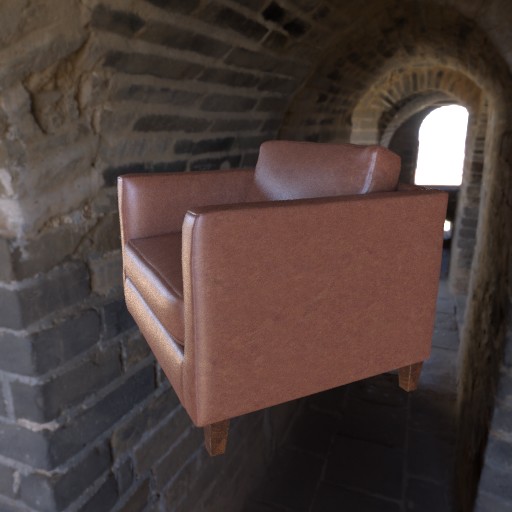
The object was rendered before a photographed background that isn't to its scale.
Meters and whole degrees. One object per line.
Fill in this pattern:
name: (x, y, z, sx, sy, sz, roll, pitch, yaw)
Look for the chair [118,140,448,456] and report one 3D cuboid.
chair: (0.000, 0.000, 1.832, 0.959, 0.917, 1.107, -7, 17, -25)
